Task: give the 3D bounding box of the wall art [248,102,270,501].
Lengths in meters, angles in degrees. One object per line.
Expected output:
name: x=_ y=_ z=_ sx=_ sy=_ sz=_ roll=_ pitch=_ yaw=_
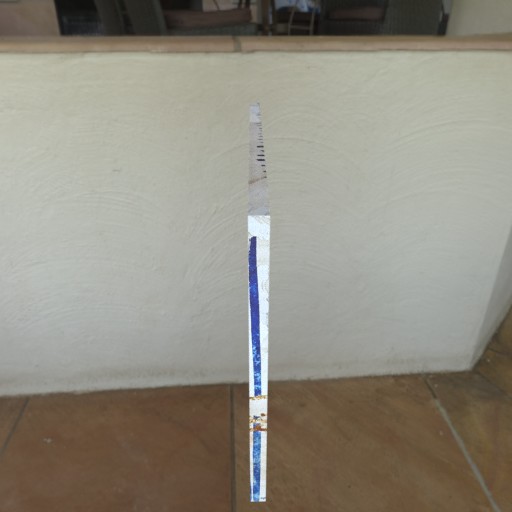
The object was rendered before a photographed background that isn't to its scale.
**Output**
wall art: x=0.000 y=0.000 z=1.414 sx=0.038 sy=0.757 sz=1.143 roll=0 pitch=28 yaw=0
